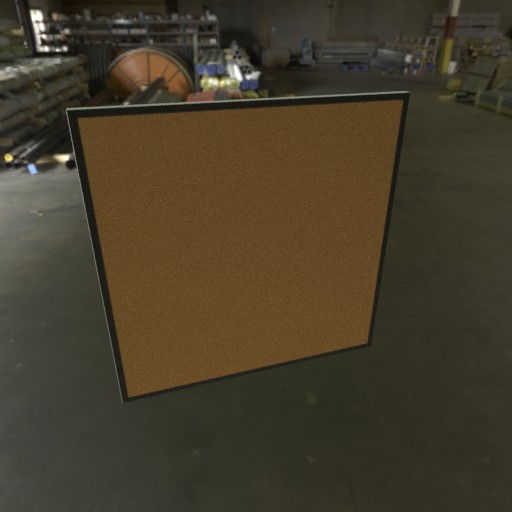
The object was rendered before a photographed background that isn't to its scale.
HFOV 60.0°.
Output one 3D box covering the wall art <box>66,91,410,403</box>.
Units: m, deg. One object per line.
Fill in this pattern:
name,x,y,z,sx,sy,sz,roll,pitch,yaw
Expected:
wall art,0.000,0.000,1.193,0.805,0.803,0.022,-9,29,-16
